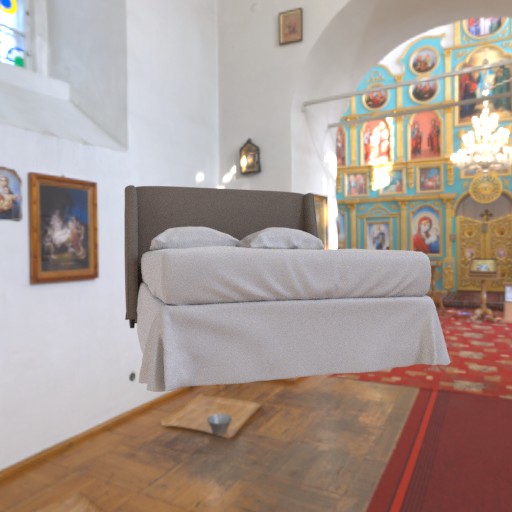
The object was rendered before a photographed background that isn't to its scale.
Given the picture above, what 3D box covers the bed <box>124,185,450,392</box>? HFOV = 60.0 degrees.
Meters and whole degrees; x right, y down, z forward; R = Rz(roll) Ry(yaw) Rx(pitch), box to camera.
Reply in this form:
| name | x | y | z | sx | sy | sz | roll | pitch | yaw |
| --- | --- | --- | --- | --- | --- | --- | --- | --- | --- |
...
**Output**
| name | x | y | z | sx | sy | sz | roll | pitch | yaw |
| --- | --- | --- | --- | --- | --- | --- | --- | --- | --- |
| bed | 0.000 | 0.000 | 3.438 | 1.925 | 1.332 | 2.276 | 0 | 0 | -17 |
